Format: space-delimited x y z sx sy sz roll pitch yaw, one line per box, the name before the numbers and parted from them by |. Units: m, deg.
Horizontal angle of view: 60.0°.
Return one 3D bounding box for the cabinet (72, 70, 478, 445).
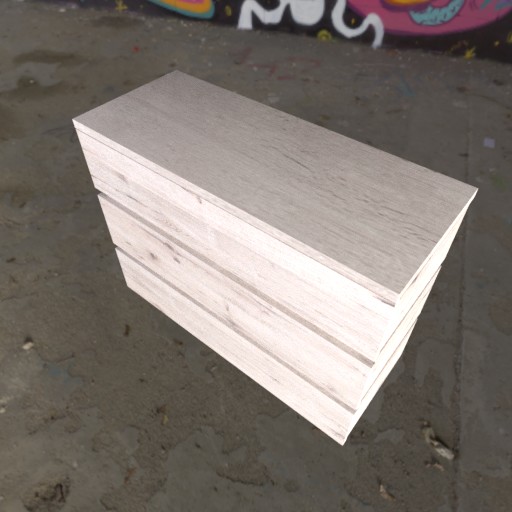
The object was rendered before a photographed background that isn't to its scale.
cabinet | 0.000 0.000 1.479 1.040 0.820 0.420 30 54 26
